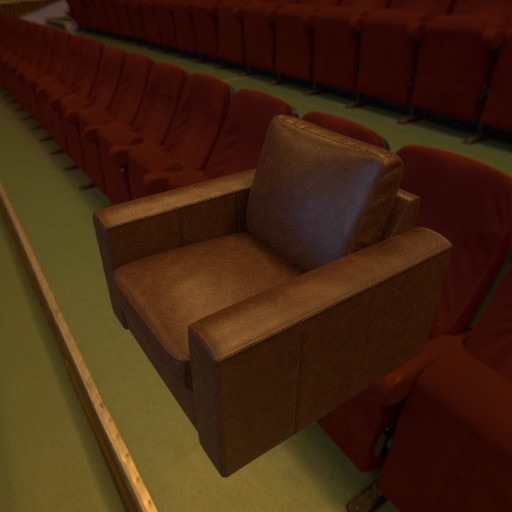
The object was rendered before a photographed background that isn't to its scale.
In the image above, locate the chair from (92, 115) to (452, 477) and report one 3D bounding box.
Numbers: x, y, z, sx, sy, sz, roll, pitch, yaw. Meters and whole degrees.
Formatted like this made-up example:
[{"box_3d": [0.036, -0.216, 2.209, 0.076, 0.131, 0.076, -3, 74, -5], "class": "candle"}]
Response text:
[{"box_3d": [0.000, 0.000, 1.733, 1.016, 0.873, 1.005, -21, 38, -29], "class": "chair"}]
